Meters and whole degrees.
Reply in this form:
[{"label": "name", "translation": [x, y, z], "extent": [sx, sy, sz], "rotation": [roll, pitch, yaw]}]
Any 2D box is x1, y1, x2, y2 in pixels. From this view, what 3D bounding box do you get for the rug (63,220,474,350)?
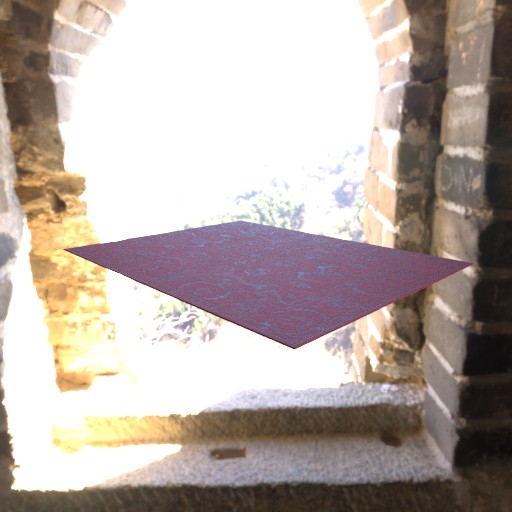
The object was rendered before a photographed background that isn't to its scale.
[{"label": "rug", "translation": [0.000, 0.000, 3.988], "extent": [2.300, 0.012, 2.929], "rotation": [-14, 20, -42]}]
